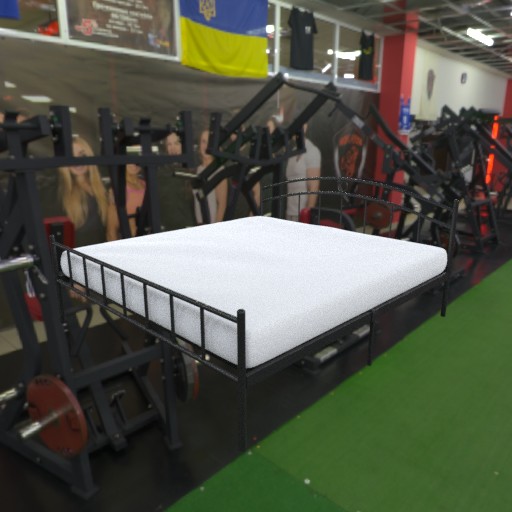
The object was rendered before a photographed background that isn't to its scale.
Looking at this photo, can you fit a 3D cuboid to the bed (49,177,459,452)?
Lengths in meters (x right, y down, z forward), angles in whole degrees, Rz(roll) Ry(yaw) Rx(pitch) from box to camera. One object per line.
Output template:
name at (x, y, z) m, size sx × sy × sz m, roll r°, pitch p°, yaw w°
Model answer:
bed at (0.000, 0.000, 3.054) m, size 2.040 × 0.940 × 1.880 m, roll -15°, pitch 21°, yaw -43°
